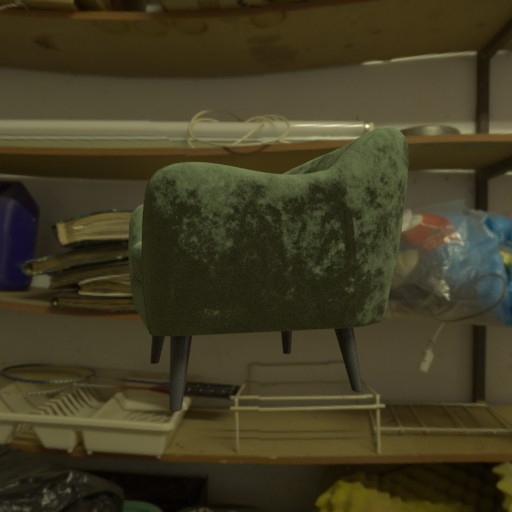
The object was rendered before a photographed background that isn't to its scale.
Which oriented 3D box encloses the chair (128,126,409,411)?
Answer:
[{"bbox_3d":[0.000,0.000,1.512,0.819,0.804,0.840,0,0,-18],"label":"chair"}]
